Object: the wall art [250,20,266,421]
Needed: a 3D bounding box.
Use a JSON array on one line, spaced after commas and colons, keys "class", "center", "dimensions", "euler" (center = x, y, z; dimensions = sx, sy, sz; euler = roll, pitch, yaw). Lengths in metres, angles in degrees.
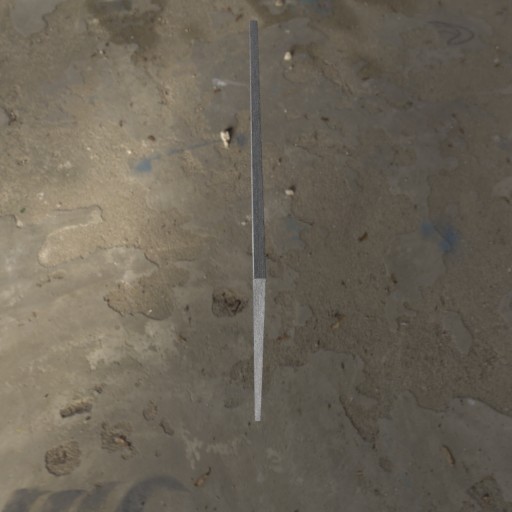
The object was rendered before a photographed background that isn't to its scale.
[{"class": "wall art", "center": [0.000, 0.000, 1.396], "dimensions": [0.020, 1.070, 0.768], "euler": [-1, 58, -1]}]
